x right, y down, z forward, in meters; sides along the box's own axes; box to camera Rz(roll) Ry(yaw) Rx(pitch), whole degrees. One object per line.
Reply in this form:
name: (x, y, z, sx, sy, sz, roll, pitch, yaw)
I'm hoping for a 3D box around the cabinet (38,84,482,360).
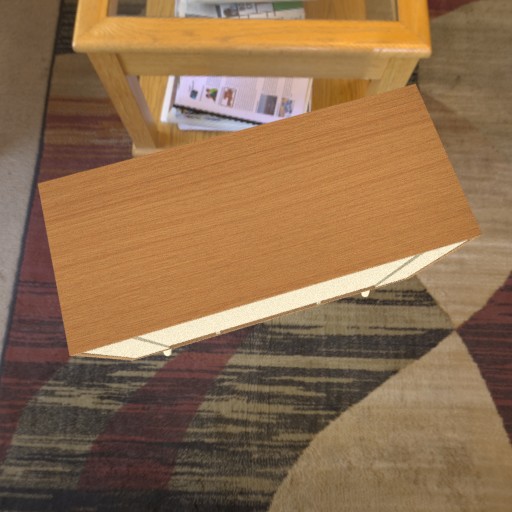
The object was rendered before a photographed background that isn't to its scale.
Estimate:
cabinet: (0.000, 0.000, 1.633, 1.057, 1.016, 0.470, -16, 76, -4)
